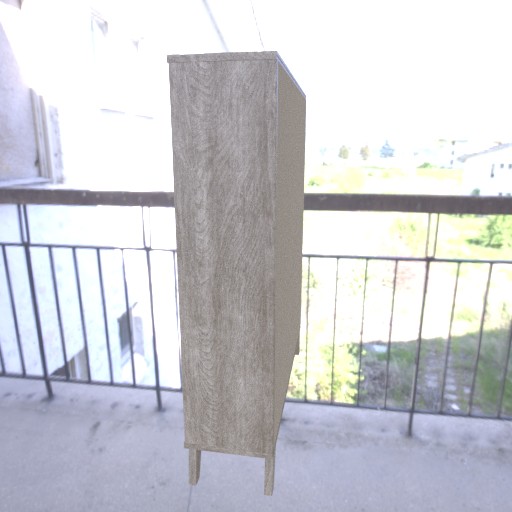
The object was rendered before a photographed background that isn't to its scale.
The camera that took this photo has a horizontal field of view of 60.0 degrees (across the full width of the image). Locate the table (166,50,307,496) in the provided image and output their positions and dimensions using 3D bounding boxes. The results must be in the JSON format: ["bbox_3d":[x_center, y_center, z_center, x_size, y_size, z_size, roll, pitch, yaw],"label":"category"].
[{"bbox_3d":[0.000,0.000,1.535,0.256,1.135,0.902,3,14,10],"label":"table"}]
